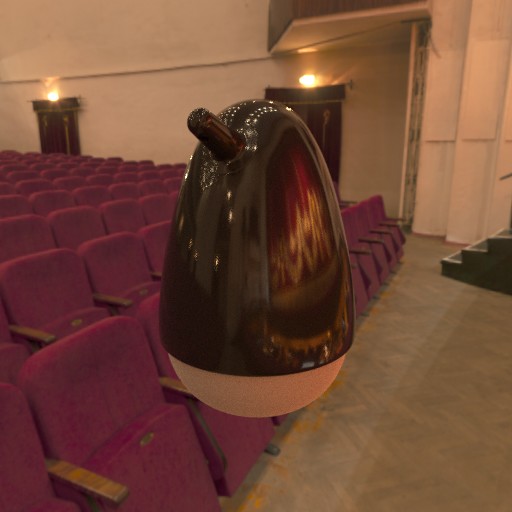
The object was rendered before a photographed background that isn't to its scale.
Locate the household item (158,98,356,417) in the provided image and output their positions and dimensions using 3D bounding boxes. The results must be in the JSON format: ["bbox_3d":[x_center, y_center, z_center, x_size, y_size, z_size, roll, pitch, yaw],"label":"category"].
[{"bbox_3d":[0.000,0.000,0.225,0.102,0.152,0.104,7,15,25],"label":"household item"}]
